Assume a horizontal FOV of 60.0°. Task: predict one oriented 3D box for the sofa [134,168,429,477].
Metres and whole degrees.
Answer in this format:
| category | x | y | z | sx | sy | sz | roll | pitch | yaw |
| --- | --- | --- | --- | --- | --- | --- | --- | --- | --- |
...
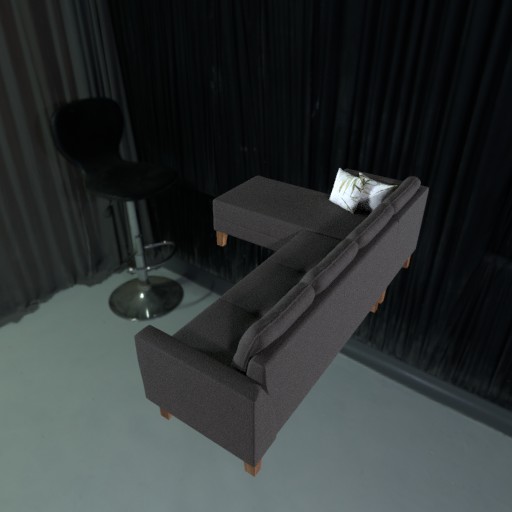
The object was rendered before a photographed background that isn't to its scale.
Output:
| category | x | y | z | sx | sy | sz | roll | pitch | yaw |
| --- | --- | --- | --- | --- | --- | --- | --- | --- | --- |
| sofa | 0.000 | 0.000 | 3.504 | 1.829 | 0.932 | 2.679 | 20 | 37 | 29 |
